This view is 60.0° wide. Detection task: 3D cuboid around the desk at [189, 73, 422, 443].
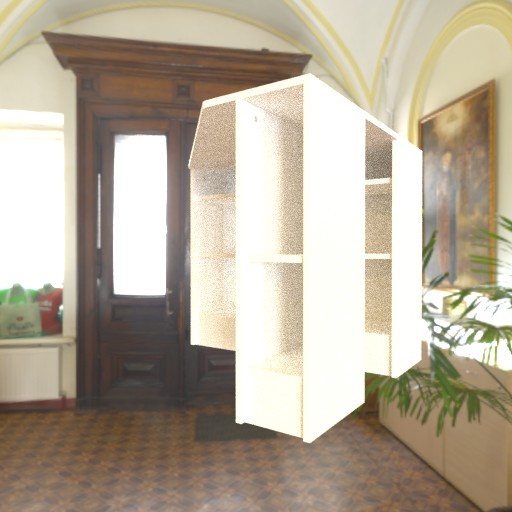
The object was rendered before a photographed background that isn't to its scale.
[{"bbox_3d":[0.000,0.000,1.628,0.940,0.818,0.926,0,1,35],"label":"desk"}]
